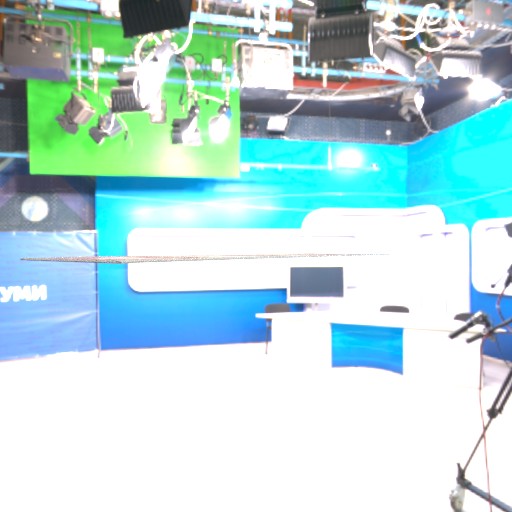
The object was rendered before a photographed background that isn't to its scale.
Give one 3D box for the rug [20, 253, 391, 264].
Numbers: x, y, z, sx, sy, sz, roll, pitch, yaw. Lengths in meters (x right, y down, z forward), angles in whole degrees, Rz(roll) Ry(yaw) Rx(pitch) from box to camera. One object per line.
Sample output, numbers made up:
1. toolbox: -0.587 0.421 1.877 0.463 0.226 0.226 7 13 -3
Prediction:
1. rug: 0.000 0.000 2.009 0.562 0.009 1.824 1 1 38
